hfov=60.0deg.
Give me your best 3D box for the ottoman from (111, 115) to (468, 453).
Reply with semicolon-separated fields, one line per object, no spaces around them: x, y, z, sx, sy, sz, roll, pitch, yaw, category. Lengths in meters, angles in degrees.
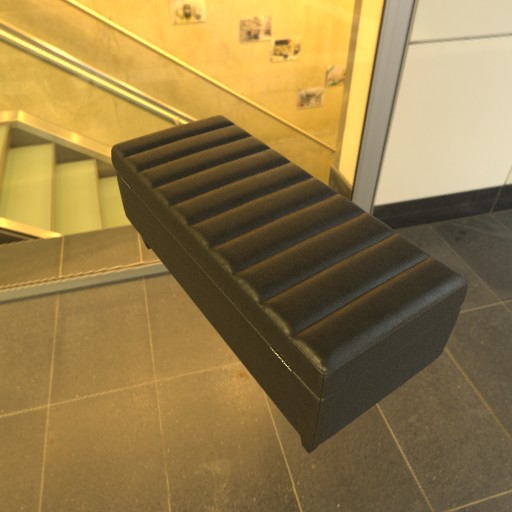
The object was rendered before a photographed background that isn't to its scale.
0.000;0.000;1.442;0.482;0.469;1.151;-25;47;-25;ottoman
